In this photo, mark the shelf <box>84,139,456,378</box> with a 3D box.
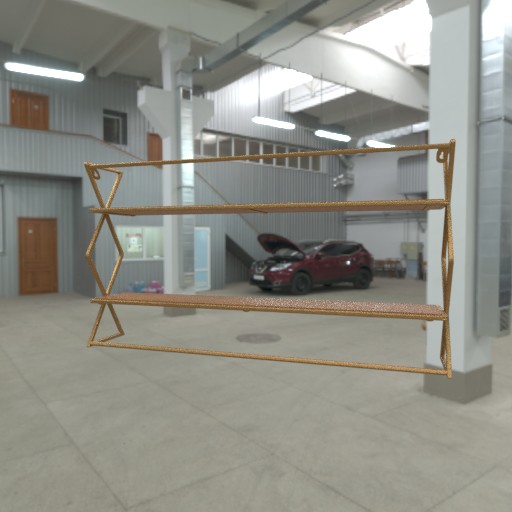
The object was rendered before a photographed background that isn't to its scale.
[{"bbox_3d":[0.000,0.000,1.023,0.822,0.450,0.150,1,2,18],"label":"shelf"}]
